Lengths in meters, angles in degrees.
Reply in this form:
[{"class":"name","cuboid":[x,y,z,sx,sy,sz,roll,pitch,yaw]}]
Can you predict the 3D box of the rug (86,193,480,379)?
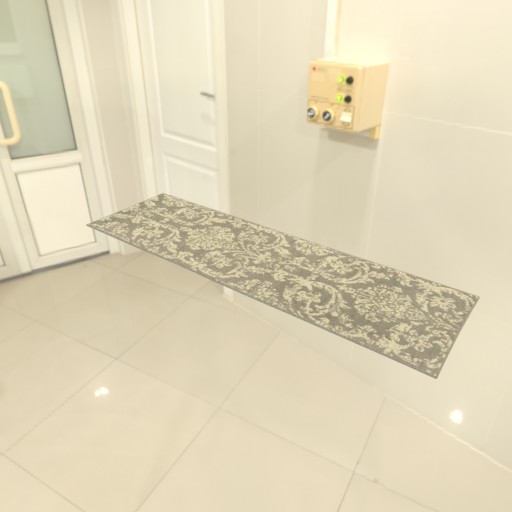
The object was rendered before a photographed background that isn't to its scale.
[{"class":"rug","cuboid":[0.000,0.000,2.471,2.196,0.011,0.662,21,36,31]}]
